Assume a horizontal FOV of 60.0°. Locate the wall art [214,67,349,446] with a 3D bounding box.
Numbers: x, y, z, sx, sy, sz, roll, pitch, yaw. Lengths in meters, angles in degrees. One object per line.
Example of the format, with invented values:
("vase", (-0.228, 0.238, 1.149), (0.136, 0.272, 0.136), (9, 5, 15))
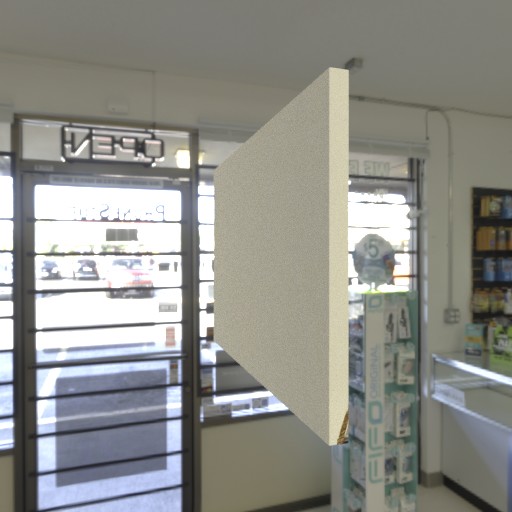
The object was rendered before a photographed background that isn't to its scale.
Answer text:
("wall art", (0.000, 0.000, 1.137), (0.038, 0.601, 0.898), (0, 0, -17))
